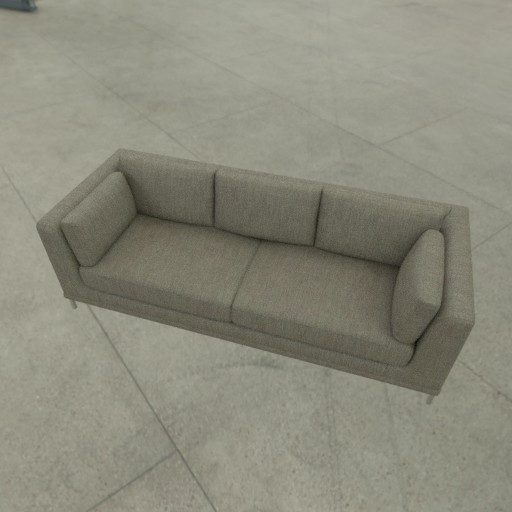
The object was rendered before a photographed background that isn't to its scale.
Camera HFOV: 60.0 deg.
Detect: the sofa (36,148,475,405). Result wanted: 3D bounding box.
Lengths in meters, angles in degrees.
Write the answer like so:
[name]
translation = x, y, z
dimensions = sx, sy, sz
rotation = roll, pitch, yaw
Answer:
[sofa]
translation = 0.000, 0.000, 2.836
dimensions = 2.415, 0.867, 0.969
rotation = 12, 43, 13
